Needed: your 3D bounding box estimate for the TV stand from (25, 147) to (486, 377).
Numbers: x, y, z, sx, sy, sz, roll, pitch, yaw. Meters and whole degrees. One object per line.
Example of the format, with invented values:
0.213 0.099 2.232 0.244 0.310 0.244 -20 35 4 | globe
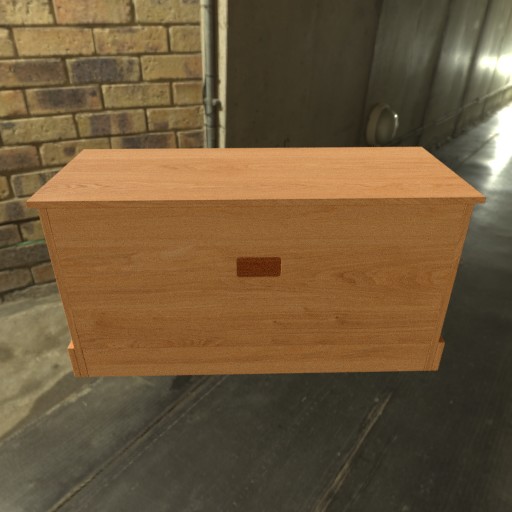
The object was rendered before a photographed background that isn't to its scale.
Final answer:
0.000 0.000 1.362 1.080 0.550 0.440 -1 29 -1 | TV stand
